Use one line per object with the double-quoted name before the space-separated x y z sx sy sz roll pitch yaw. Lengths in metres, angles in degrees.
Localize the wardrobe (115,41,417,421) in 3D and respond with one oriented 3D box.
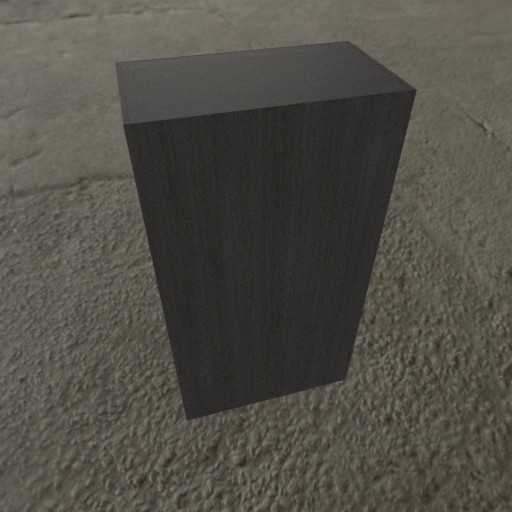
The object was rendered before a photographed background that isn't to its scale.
"wardrobe" 0.000 0.000 2.239 0.991 1.808 0.577 -11 43 -12
